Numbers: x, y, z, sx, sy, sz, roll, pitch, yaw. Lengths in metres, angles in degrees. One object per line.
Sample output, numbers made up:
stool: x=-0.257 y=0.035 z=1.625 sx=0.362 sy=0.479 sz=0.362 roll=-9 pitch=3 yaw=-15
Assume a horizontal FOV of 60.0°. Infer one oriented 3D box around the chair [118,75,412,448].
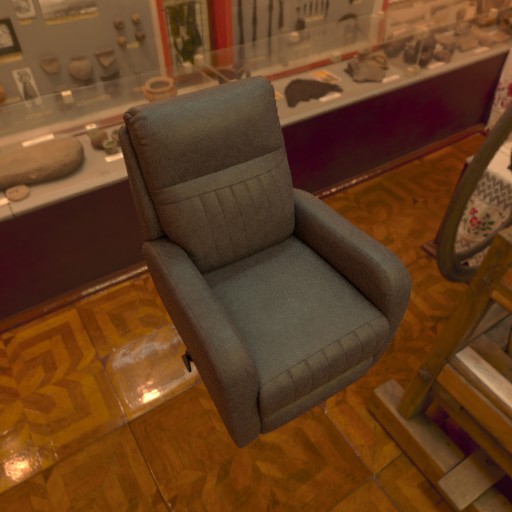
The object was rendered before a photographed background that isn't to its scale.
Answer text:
chair: x=0.000 y=0.000 z=1.829 sx=0.865 sy=1.067 sz=1.067 roll=-23 pitch=50 yaw=-21
